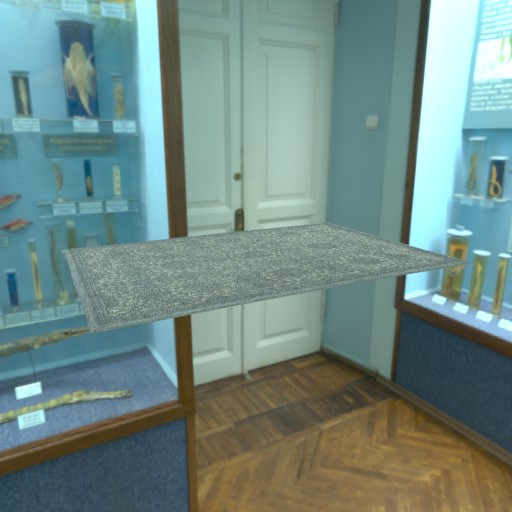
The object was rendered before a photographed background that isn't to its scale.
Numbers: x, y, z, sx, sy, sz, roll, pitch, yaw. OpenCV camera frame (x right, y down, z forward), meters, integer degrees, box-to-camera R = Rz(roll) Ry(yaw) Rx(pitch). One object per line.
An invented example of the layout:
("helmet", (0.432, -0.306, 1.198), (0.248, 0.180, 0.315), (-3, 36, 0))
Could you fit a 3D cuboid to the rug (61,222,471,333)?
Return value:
("rug", (0.000, 0.000, 2.360), (1.830, 0.016, 1.224), (-8, 17, -26))
